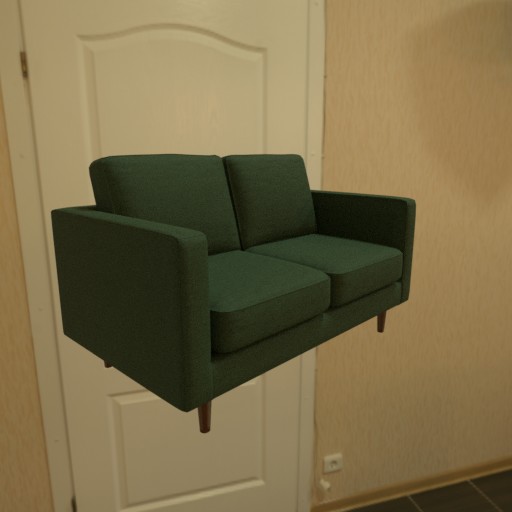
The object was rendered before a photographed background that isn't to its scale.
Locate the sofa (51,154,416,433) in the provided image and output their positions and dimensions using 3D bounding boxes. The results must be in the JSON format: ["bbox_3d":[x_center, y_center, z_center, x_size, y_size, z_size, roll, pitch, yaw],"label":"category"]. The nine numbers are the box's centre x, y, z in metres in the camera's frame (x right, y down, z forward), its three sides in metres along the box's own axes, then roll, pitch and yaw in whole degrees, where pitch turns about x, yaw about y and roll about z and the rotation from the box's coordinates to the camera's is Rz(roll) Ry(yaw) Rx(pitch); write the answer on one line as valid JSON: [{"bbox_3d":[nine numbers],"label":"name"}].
[{"bbox_3d":[0.000,0.000,1.999,0.879,0.899,1.430,13,18,43],"label":"sofa"}]
